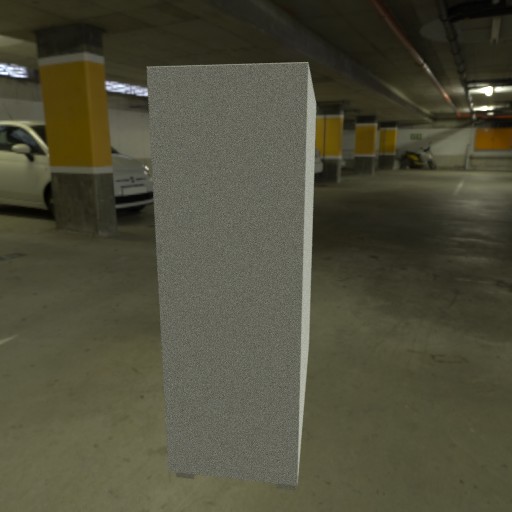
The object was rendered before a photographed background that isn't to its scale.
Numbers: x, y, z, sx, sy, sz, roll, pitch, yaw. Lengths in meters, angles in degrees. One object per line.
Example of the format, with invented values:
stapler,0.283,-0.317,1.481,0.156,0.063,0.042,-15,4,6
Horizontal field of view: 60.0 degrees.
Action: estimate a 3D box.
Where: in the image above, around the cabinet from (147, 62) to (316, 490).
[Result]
cabinet,0.000,0.000,1.692,0.400,1.190,1.000,2,14,8
